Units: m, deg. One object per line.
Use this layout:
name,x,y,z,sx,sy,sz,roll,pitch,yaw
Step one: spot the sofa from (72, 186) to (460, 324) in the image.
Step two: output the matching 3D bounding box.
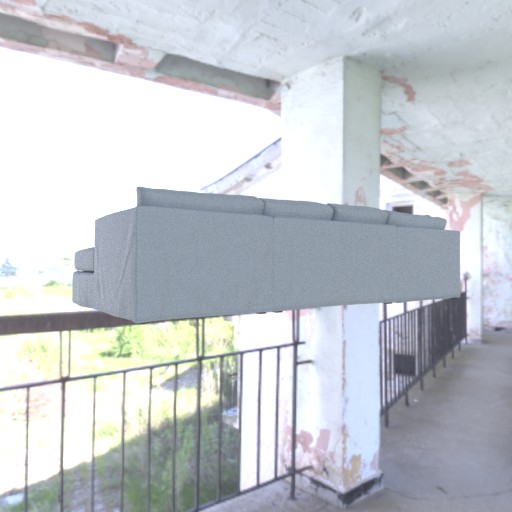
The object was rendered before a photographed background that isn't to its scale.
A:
sofa,0.000,0.000,4.557,3.460,0.882,2.427,1,-1,-35
